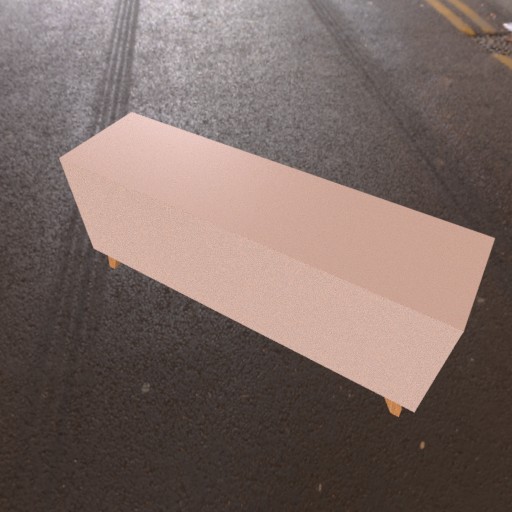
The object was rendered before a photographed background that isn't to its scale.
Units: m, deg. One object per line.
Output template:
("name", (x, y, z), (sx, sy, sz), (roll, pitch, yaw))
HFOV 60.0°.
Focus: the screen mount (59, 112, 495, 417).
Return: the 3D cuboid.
("screen mount", (0.000, 0.000, 1.746), (1.490, 0.619, 0.400), (24, 51, 21))
